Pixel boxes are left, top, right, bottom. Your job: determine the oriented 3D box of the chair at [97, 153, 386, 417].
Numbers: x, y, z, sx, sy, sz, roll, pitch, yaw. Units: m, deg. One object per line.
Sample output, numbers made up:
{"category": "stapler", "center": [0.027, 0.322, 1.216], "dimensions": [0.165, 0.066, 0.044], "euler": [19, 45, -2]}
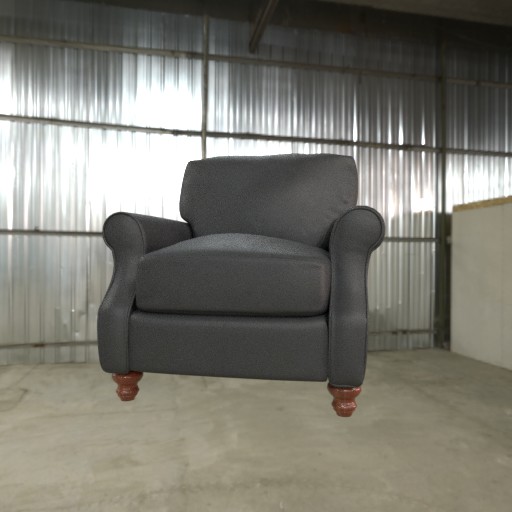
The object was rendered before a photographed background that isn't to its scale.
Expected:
{"category": "chair", "center": [0.000, 0.000, 1.806], "dimensions": [1.015, 0.960, 1.027], "euler": [0, 0, 17]}
